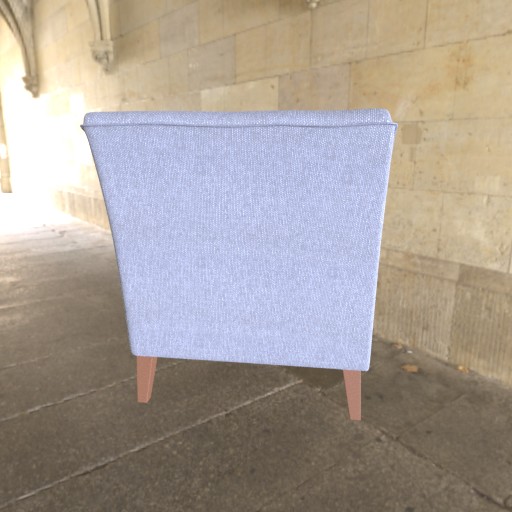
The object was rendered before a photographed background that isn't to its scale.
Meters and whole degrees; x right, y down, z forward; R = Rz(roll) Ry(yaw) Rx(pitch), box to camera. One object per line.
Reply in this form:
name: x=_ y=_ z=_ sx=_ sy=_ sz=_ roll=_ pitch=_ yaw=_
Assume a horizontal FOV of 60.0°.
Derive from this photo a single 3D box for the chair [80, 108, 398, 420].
chair: x=0.000 y=0.000 z=1.568 sx=0.780 sy=0.919 sz=0.899 roll=2 pitch=14 yaw=8
